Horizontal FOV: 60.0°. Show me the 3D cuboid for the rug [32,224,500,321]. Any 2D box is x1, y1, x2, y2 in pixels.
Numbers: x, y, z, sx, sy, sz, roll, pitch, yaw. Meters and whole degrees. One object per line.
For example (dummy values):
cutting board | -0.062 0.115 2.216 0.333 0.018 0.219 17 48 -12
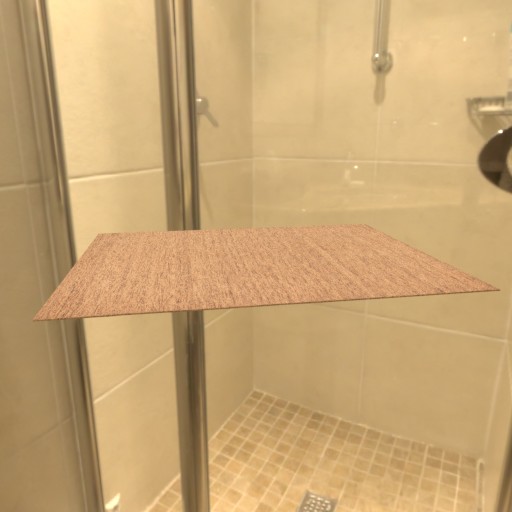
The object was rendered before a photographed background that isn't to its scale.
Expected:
rug | 0.000 0.000 4.137 3.205 0.013 2.448 -3 16 -10
